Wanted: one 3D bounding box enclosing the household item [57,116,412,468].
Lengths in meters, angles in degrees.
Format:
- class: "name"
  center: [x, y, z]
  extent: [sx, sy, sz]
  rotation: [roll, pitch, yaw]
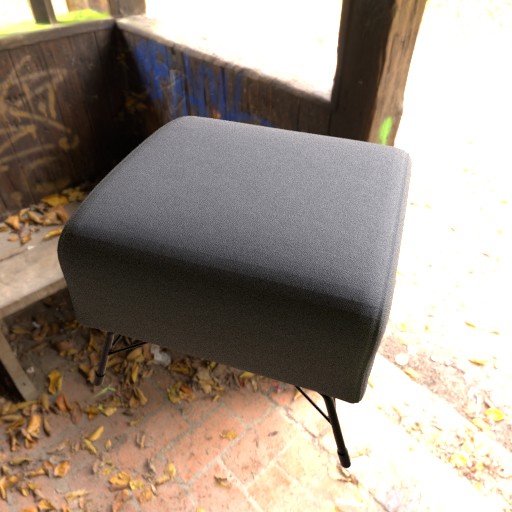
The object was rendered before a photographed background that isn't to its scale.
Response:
- class: "household item"
  center: [0.000, 0.000, 0.894]
  extent: [0.530, 0.410, 0.530]
  rotation: [13, 44, 14]
